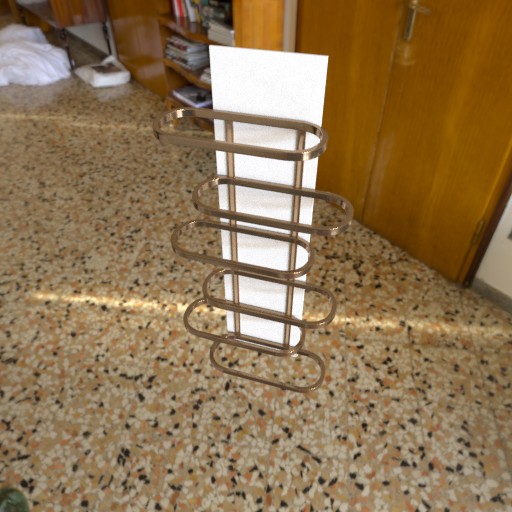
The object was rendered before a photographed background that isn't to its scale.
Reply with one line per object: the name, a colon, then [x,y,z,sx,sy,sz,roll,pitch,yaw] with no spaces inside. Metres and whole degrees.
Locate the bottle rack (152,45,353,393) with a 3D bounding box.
bottle rack: [0.000,0.000,0.846,0.332,0.709,0.118,11,42,13]
